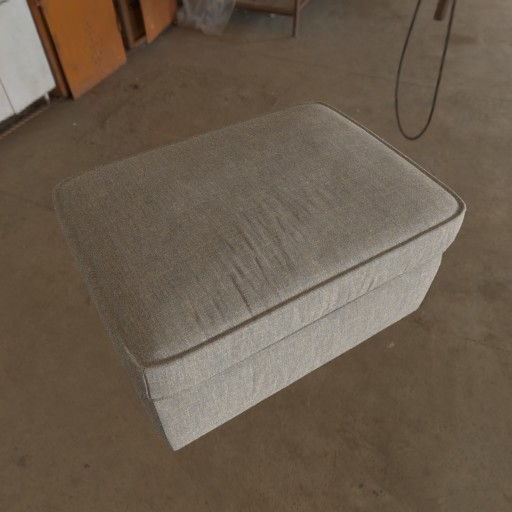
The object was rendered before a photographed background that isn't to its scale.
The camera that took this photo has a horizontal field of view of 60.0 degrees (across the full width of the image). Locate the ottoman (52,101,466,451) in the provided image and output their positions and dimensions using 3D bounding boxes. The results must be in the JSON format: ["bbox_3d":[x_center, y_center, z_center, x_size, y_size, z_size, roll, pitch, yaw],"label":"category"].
[{"bbox_3d":[0.000,0.000,1.080,0.762,0.457,0.559,-24,52,-21],"label":"ottoman"}]
